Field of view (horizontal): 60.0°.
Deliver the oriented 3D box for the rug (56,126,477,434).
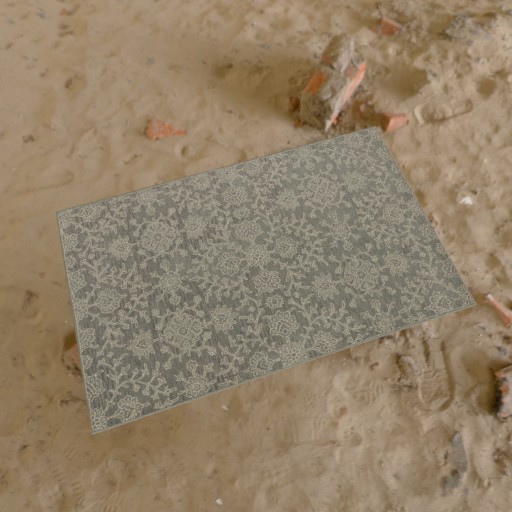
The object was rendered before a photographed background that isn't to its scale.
[{"bbox_3d":[0.000,0.000,2.936,2.430,0.010,1.515,-17,66,-8],"label":"rug"}]
